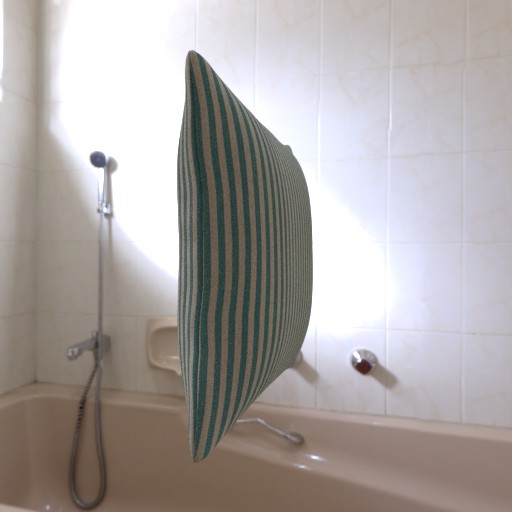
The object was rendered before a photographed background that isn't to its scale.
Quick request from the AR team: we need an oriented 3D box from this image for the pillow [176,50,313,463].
[{"bbox_3d":[0.000,0.000,0.782,0.166,0.510,0.523,0,0,17],"label":"pillow"}]
